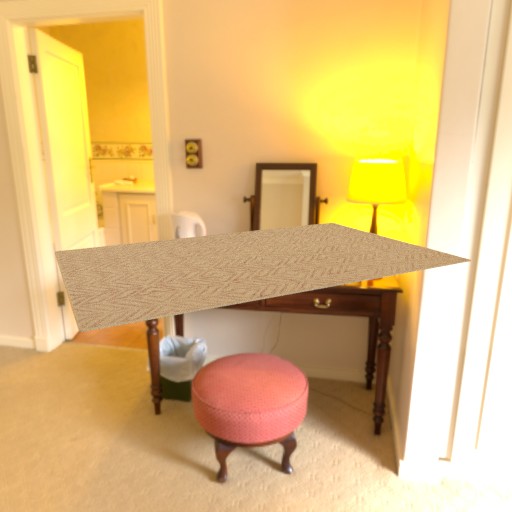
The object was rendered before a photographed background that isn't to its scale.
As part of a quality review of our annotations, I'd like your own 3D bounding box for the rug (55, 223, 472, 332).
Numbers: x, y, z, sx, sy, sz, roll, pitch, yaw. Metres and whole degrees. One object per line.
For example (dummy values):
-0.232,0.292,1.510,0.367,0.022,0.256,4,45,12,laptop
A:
0.000,0.000,3.036,2.438,0.008,1.523,-8,17,-26,rug
